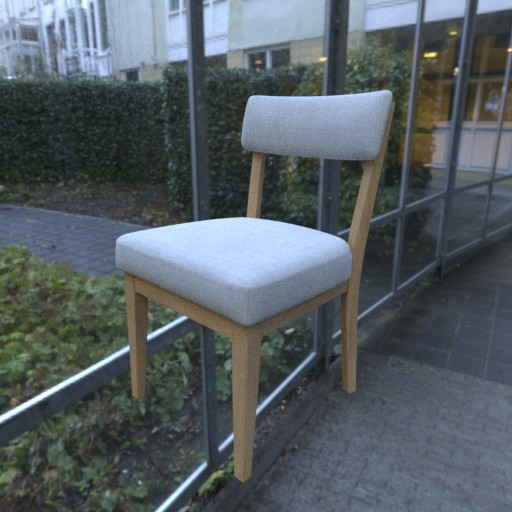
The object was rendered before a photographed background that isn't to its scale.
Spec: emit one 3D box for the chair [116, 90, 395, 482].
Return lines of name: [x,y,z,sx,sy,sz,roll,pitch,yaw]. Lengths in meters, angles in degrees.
chair: [0.000,0.000,1.186,0.508,0.832,0.572,16,24,42]
